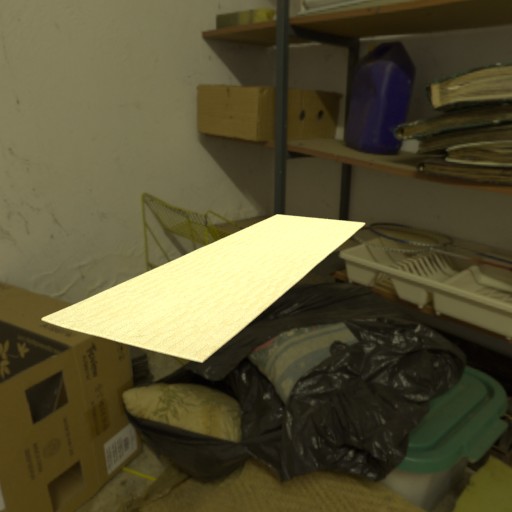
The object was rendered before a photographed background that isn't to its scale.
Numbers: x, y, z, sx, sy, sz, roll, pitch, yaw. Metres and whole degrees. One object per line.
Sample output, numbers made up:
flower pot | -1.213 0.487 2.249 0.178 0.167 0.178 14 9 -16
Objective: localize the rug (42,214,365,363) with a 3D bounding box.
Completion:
rug | 0.000 0.000 2.709 0.793 0.014 2.450 8 18 25
